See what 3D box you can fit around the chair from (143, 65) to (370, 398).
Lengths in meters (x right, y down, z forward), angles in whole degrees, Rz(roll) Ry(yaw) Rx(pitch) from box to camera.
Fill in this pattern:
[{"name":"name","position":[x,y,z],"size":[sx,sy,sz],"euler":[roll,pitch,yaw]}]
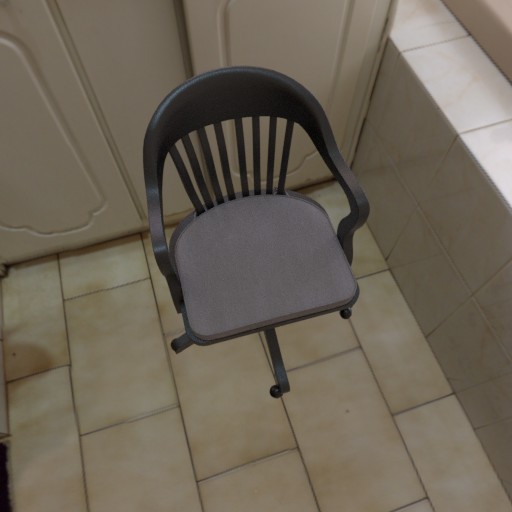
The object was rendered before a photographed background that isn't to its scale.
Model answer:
[{"name":"chair","position":[0.000,0.000,1.479],"size":[0.750,0.878,0.788],"euler":[-14,63,-7]}]
